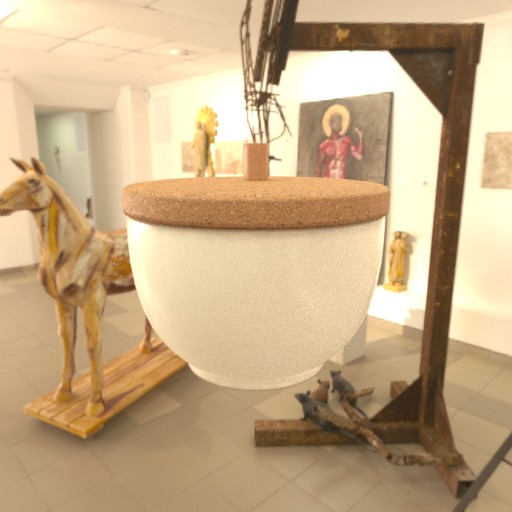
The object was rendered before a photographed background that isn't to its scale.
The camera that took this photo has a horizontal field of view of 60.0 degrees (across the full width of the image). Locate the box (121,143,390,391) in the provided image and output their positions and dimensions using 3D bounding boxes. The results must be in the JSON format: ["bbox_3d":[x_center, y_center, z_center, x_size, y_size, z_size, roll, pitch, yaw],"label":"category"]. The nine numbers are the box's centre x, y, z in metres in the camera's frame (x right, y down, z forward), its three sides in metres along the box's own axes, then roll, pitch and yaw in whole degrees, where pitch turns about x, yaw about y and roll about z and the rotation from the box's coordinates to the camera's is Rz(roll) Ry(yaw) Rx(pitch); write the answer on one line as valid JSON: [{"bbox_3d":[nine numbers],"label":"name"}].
[{"bbox_3d":[0.000,0.000,0.190,0.107,0.094,0.107,0,13,0],"label":"box"}]
